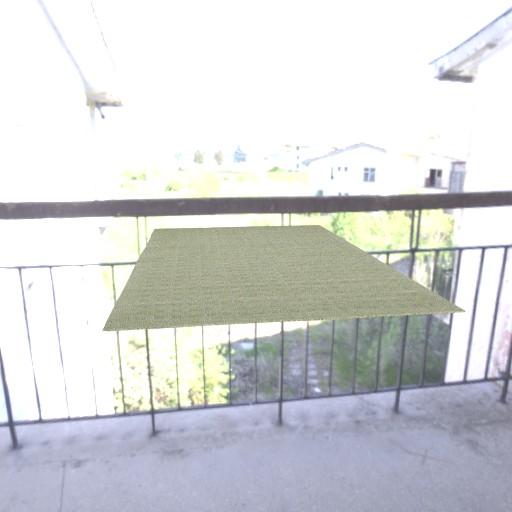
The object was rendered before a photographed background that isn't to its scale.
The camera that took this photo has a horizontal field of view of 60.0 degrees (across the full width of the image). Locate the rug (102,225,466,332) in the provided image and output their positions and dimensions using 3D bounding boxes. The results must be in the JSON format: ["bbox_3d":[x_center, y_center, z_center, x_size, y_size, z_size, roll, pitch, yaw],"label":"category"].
[{"bbox_3d":[0.000,0.000,2.203,1.143,0.006,1.747,-2,13,-8],"label":"rug"}]
